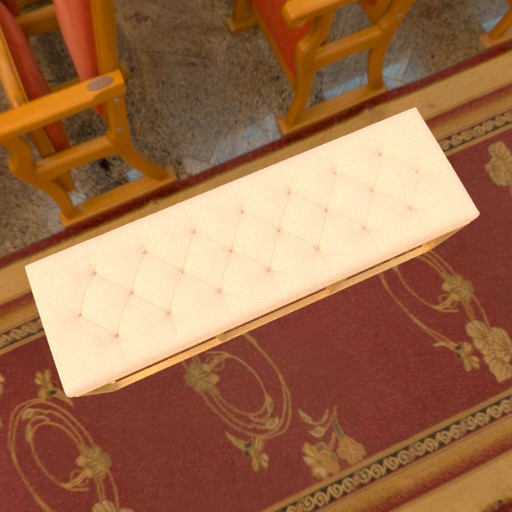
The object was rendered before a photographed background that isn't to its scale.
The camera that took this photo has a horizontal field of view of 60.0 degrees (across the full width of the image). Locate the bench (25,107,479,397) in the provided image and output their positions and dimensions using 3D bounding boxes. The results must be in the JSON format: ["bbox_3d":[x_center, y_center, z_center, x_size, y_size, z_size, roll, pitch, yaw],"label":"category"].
[{"bbox_3d":[0.000,0.000,1.690,1.473,0.484,0.457,-23,77,-6],"label":"bench"}]
